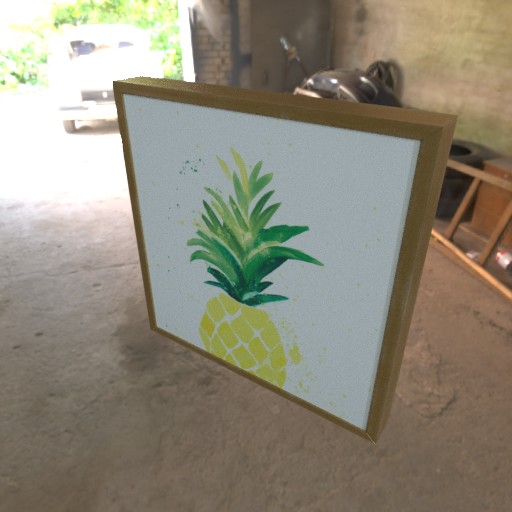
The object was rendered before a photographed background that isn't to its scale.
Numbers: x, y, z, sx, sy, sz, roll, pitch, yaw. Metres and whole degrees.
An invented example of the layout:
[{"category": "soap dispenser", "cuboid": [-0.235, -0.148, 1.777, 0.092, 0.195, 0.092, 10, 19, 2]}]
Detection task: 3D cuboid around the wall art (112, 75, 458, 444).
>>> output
[{"category": "wall art", "cuboid": [0.000, 0.000, 0.439, 0.306, 0.305, 0.038, 19, 35, 29]}]
